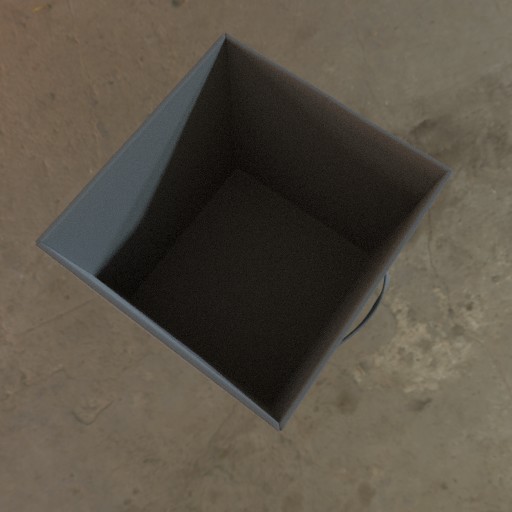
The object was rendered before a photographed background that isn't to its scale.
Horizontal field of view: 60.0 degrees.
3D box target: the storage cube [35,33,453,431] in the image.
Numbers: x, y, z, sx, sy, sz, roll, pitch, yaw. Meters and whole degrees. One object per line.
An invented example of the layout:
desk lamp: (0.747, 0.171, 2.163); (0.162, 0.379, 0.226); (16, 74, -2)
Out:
storage cube: (0.000, 0.000, 0.510); (0.270, 0.280, 0.270); (35, 77, 9)
